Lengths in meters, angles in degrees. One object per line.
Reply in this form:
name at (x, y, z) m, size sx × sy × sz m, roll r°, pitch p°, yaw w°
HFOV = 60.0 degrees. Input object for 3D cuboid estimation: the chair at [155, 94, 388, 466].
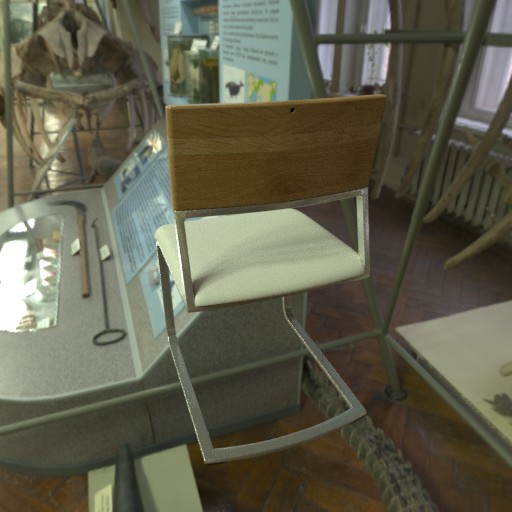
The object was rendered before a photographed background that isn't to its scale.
chair at (0.000, 0.000, 1.196) m, size 0.467 × 0.844 × 0.585 m, roll -9°, pitch 28°, yaw -18°
